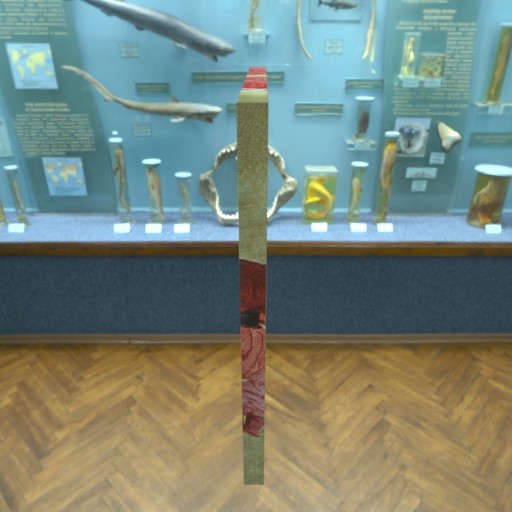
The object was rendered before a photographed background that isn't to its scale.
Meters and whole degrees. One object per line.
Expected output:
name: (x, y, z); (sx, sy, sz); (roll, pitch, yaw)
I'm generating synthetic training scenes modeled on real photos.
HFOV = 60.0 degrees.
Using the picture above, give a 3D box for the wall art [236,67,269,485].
wall art: (0.000, 0.000, 0.681); (0.028, 0.508, 0.406); (0, 27, 1)
